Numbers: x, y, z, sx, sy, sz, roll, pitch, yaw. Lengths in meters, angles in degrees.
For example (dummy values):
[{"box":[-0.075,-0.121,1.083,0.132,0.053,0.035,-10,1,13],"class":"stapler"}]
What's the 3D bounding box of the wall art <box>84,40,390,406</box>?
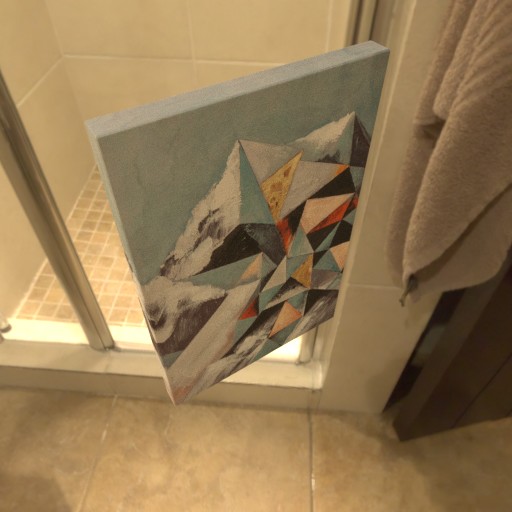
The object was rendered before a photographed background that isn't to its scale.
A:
[{"box":[0.000,0.000,1.124,0.609,0.911,0.061,-25,51,-22],"class":"wall art"}]
